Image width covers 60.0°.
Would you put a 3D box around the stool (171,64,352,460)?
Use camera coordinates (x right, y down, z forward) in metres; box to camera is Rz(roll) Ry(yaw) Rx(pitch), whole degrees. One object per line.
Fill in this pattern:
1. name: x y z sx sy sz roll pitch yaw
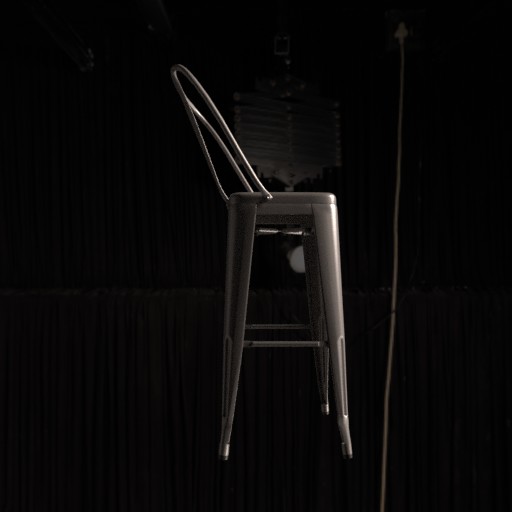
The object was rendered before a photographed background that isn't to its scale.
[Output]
1. stool: 0.000 0.000 1.374 0.513 1.096 0.399 0 -1 -1
